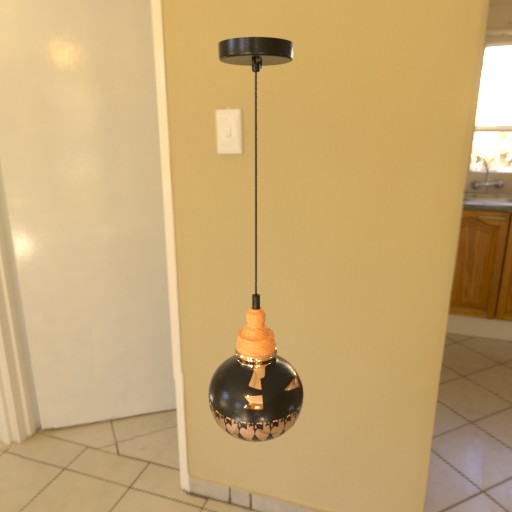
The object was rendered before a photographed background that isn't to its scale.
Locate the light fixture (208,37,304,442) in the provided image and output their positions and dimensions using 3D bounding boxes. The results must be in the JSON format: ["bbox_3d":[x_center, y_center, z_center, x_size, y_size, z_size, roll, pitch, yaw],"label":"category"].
[{"bbox_3d":[0.000,0.000,1.838,0.430,1.606,0.430,3,16,10],"label":"light fixture"}]
